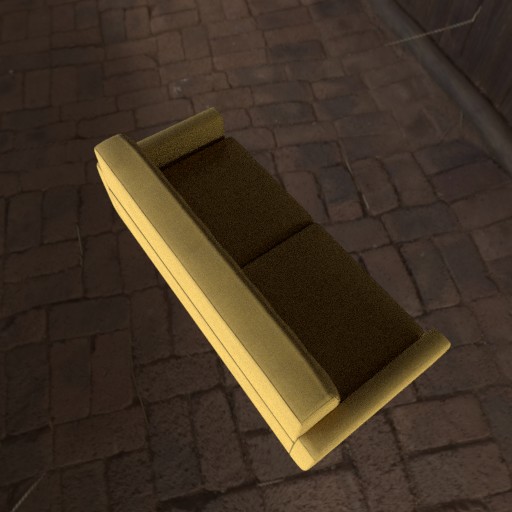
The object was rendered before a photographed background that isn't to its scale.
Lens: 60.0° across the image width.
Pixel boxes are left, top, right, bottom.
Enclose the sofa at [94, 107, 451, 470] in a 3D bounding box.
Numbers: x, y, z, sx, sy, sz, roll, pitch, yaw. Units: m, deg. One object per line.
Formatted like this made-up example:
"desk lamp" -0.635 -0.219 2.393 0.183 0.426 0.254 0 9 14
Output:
"sofa" 0.000 0.000 2.504 0.909 0.841 2.029 -32 64 -18
